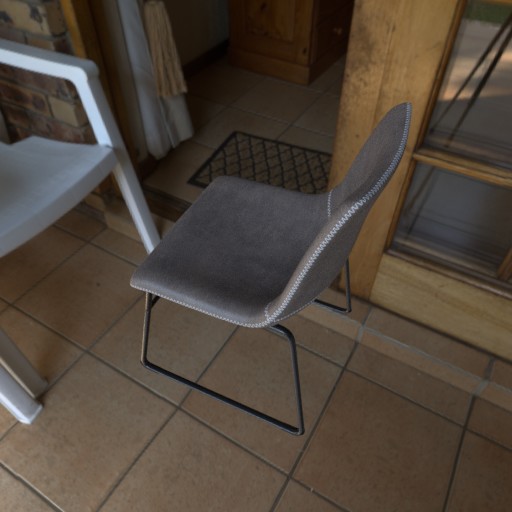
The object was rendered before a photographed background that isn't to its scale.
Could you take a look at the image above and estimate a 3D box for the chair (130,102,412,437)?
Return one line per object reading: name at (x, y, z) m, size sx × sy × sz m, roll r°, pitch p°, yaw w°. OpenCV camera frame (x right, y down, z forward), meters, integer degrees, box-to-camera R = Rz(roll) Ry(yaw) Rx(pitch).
chair at (0.000, 0.000, 1.102) m, size 0.550 × 0.780 × 0.460 m, roll 19°, pitch 49°, yaw 17°
